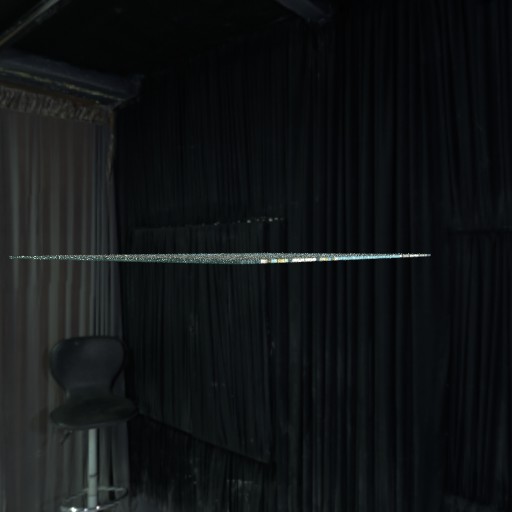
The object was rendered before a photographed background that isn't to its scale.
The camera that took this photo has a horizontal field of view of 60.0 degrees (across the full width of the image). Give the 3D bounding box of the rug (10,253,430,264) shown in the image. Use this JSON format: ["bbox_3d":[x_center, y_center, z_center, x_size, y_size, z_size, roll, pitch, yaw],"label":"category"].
[{"bbox_3d":[0.000,0.000,2.216,1.212,0.010,1.811,1,1,36],"label":"rug"}]
